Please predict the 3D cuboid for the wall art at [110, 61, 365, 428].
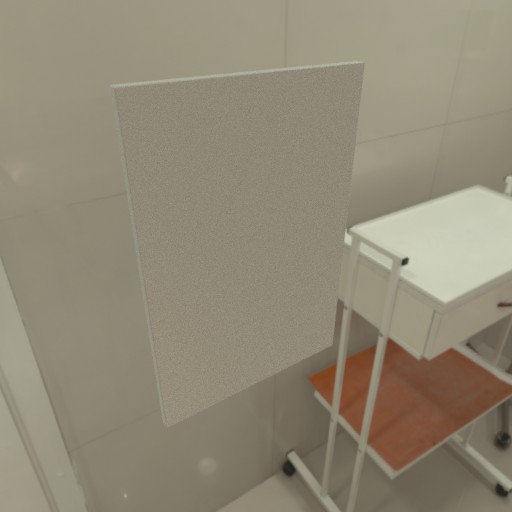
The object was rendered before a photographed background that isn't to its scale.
[{"bbox_3d":[0.000,0.000,1.526,0.808,1.183,0.038,-19,35,-29],"label":"wall art"}]
